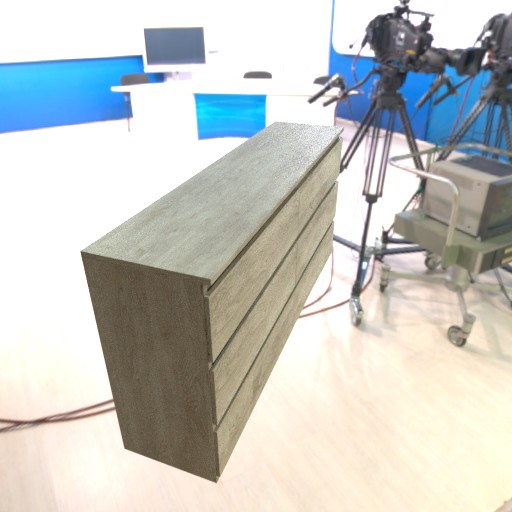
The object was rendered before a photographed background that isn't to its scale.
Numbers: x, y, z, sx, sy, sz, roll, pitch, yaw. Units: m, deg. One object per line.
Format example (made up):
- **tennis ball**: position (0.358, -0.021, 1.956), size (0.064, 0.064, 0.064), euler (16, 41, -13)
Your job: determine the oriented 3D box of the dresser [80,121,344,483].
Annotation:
- **dresser**: position (0.000, 0.000, 1.943), size (0.390, 0.795, 1.590), euler (11, 31, 18)
